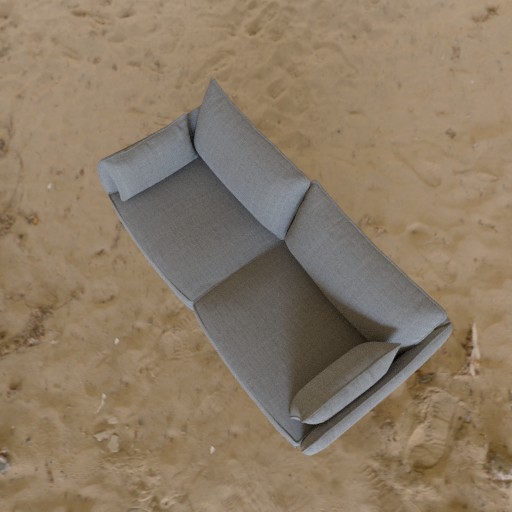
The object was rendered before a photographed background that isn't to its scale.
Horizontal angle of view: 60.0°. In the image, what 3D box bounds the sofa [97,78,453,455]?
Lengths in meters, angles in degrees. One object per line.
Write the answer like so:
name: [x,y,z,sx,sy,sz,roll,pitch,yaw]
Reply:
sofa: [0.000,0.000,2.503,0.972,0.851,1.989,-35,69,-16]
